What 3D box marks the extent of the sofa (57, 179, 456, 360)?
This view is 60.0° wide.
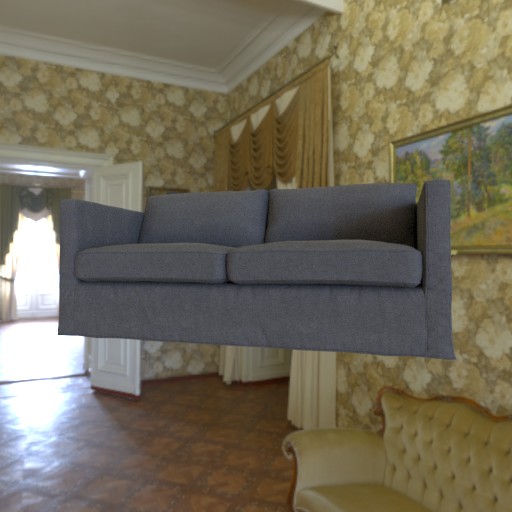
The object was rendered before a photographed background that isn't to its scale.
[{"bbox_3d":[0.000,0.000,2.502,1.982,0.855,0.953,0,-1,18],"label":"sofa"}]
